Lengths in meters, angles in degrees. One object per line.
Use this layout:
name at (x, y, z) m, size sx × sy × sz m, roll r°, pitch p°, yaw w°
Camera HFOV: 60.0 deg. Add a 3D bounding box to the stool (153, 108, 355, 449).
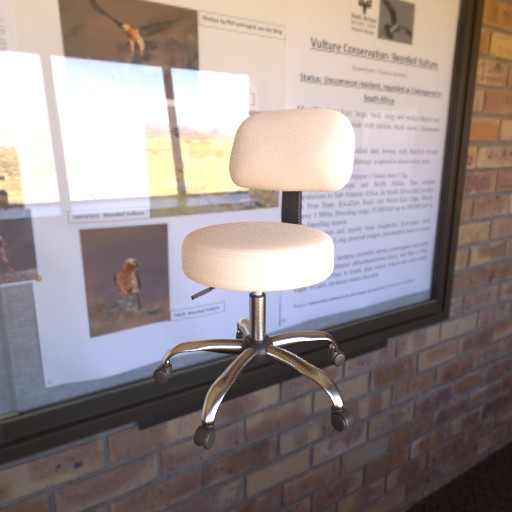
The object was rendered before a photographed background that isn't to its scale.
stool at (0.000, 0.000, 1.212) m, size 0.609 × 0.810 × 0.616 m, roll 6°, pitch 15°, yaw 25°
